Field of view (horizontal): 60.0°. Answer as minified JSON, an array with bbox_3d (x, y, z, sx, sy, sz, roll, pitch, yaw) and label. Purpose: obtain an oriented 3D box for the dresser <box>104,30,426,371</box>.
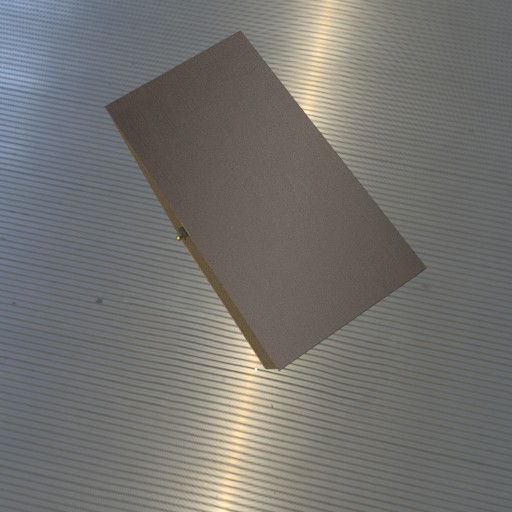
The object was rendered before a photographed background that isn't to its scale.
[{"bbox_3d":[0.000,0.000,1.571,0.418,1.254,0.704,-33,78,-8],"label":"dresser"}]
